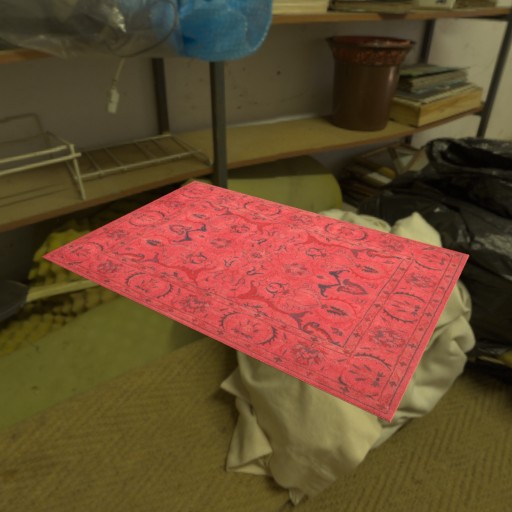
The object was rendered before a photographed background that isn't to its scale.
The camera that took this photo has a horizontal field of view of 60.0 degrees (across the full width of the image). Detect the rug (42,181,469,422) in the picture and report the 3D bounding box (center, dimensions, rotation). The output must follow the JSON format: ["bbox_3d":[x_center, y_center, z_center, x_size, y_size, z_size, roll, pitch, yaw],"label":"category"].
[{"bbox_3d":[0.000,0.000,2.260,1.814,0.008,1.209,19,37,28],"label":"rug"}]
